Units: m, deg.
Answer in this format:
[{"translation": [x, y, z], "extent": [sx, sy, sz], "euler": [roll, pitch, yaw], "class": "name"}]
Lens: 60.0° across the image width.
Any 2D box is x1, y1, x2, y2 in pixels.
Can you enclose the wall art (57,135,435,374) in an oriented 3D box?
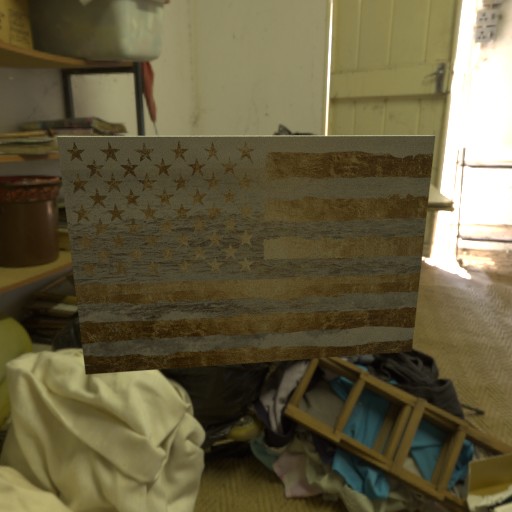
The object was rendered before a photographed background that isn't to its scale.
[{"translation": [0.000, 0.000, 1.456], "extent": [1.145, 0.762, 0.041], "euler": [-2, 16, -8], "class": "wall art"}]
